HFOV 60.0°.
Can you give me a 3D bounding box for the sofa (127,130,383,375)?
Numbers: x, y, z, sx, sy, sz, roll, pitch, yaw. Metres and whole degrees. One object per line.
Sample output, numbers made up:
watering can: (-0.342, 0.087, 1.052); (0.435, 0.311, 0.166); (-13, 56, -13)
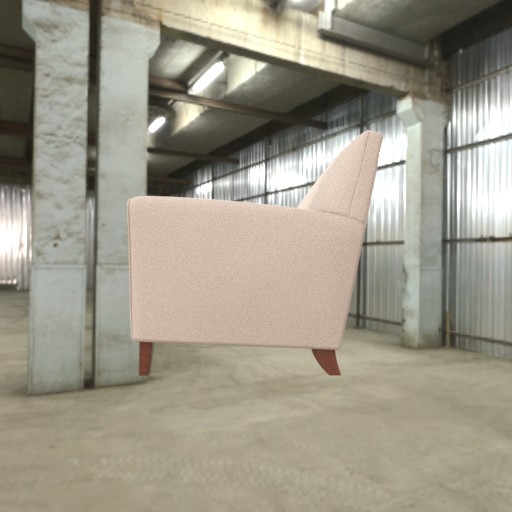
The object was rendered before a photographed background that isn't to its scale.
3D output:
sofa: (0.000, 0.000, 2.456); (0.875, 0.846, 2.000); (0, -1, 0)
